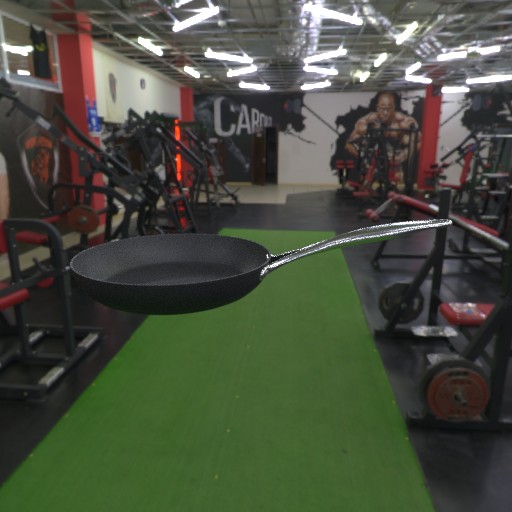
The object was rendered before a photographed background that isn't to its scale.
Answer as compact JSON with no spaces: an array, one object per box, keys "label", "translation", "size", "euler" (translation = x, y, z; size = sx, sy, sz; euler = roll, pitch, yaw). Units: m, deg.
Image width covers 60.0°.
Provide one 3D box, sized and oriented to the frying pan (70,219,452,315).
[{"label":"frying pan","translation":[0.000,0.000,0.569],"size":[0.472,0.105,0.255],"euler":[2,15,8]}]
